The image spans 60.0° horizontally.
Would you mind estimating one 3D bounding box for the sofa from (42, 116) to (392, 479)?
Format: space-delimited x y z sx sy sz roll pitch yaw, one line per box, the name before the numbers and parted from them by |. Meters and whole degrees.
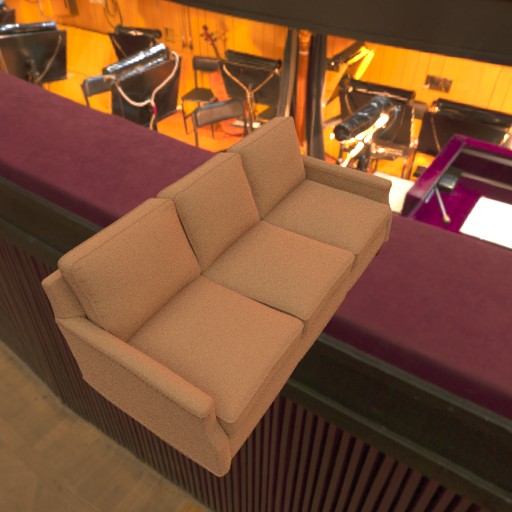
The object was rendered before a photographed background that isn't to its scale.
sofa | 0.000 0.000 2.809 1.084 1.003 2.246 23 45 25
